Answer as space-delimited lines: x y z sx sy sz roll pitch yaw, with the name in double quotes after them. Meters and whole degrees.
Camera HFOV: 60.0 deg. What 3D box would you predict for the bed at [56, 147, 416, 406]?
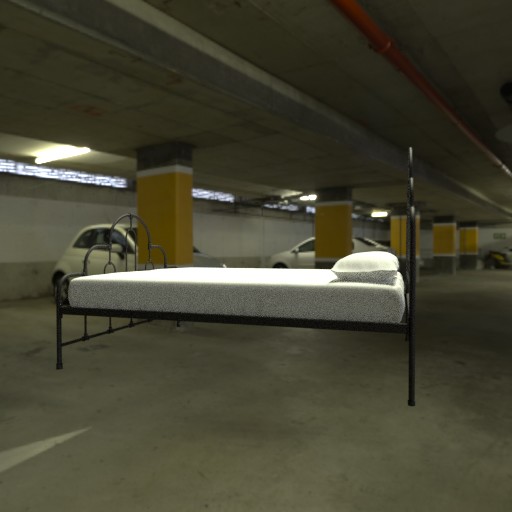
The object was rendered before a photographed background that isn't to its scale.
0.000 0.000 3.250 2.163 1.429 1.640 0 1 18 "bed"
